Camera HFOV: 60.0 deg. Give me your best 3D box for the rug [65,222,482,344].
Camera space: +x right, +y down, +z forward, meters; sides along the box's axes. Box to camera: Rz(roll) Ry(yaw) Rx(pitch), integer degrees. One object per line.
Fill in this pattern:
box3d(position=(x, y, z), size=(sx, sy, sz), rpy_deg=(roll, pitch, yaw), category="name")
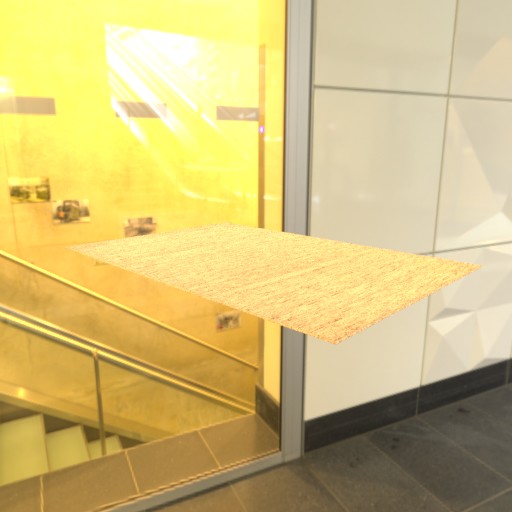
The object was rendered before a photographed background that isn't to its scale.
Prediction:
box3d(position=(0.000, 0.000, 2.324), size=(1.840, 0.013, 1.225), rpy_deg=(13, 19, 43), category="rug")
